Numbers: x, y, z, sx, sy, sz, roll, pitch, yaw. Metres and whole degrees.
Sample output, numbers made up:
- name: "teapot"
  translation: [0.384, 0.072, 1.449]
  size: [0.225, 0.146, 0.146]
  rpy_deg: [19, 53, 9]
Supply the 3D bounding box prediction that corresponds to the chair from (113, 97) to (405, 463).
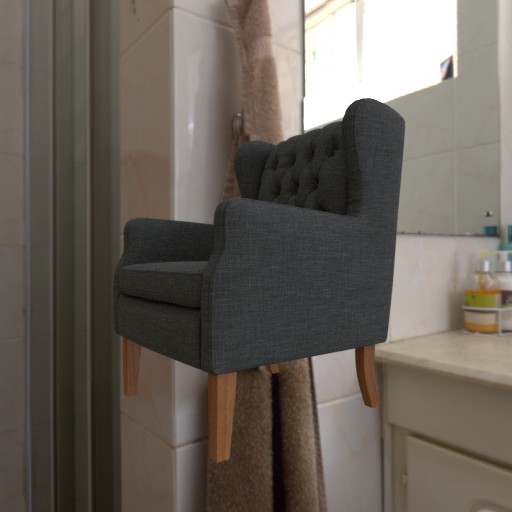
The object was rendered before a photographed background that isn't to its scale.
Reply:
- name: "chair"
  translation: [0.000, 0.000, 1.468]
  size: [0.775, 0.953, 0.711]
  rpy_deg: [0, 0, -35]
